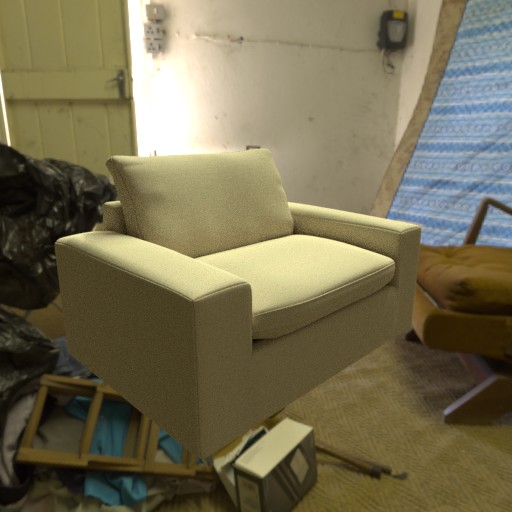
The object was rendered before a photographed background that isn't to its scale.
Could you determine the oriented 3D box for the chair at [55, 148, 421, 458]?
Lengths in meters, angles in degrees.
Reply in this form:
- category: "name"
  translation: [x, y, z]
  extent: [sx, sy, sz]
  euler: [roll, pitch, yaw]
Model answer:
- category: "chair"
  translation: [0.000, 0.000, 2.029]
  extent: [1.398, 0.915, 1.039]
  euler: [-15, 22, -43]
